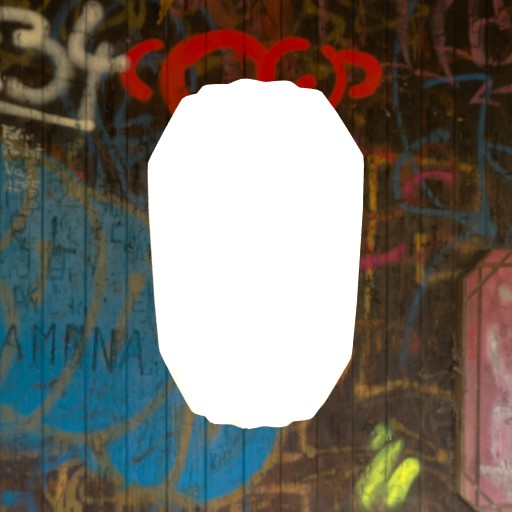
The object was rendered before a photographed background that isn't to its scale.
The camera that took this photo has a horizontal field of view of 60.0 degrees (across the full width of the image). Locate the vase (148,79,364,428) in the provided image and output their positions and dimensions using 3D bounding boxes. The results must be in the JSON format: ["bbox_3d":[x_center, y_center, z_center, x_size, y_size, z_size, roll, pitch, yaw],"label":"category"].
[{"bbox_3d":[0.000,0.000,0.408,0.195,0.275,0.195,0,0,0],"label":"vase"}]
